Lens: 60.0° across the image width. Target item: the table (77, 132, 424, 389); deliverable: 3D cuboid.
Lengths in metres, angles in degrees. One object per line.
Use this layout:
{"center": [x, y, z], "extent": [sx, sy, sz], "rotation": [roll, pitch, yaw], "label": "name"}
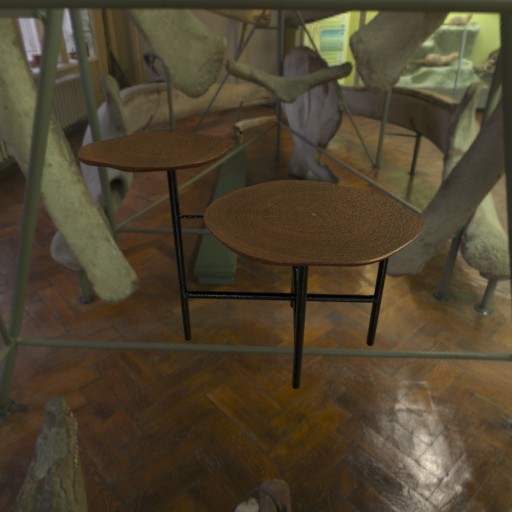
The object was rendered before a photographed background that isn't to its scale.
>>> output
{"center": [0.000, 0.000, 1.092], "extent": [0.759, 0.538, 0.442], "rotation": [2, 30, 3], "label": "table"}
